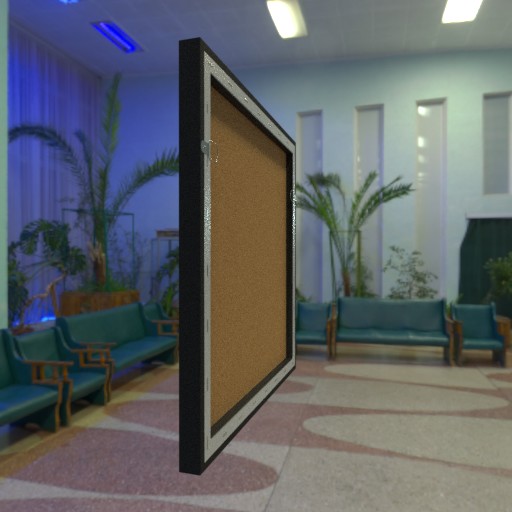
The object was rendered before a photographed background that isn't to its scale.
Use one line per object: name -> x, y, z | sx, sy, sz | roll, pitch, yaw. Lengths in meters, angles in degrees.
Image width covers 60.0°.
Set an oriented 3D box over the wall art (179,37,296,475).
wall art -> 0.000, 0.000, 1.132 | 0.044, 0.758, 0.758 | 0, 0, 18
